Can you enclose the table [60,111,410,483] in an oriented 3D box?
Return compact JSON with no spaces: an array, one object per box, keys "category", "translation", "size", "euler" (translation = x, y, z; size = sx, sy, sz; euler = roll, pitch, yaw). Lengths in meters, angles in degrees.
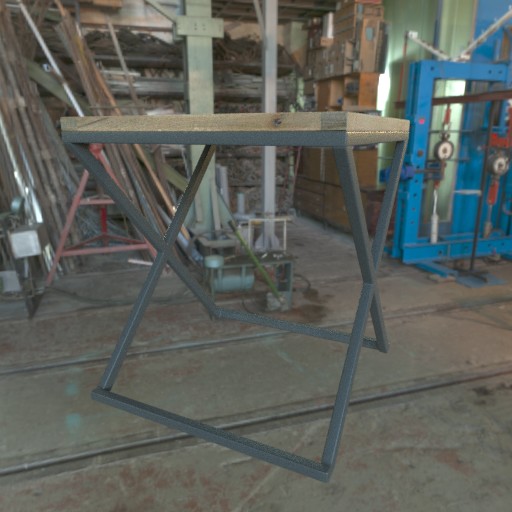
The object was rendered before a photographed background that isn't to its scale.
[{"category":"table","translation":[0.000,0.000,0.929],"size":[0.499,0.550,0.498],"euler":[8,17,26]}]
